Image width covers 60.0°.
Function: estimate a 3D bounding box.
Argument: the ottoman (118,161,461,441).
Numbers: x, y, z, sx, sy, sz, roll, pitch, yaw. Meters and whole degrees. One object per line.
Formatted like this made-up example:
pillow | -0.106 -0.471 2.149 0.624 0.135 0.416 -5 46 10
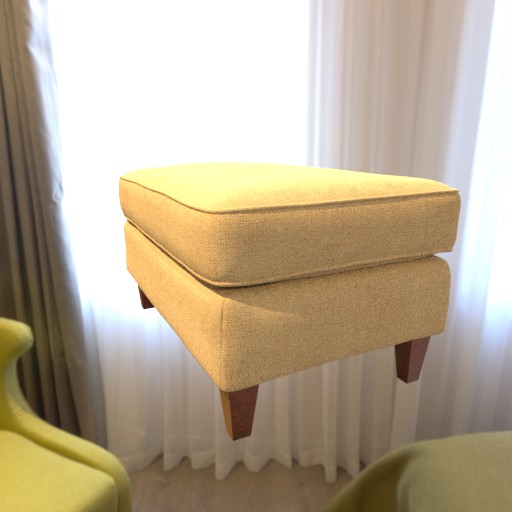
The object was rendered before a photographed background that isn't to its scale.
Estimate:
ottoman | 0.000 0.000 1.213 0.583 0.484 0.862 -7 17 -26
